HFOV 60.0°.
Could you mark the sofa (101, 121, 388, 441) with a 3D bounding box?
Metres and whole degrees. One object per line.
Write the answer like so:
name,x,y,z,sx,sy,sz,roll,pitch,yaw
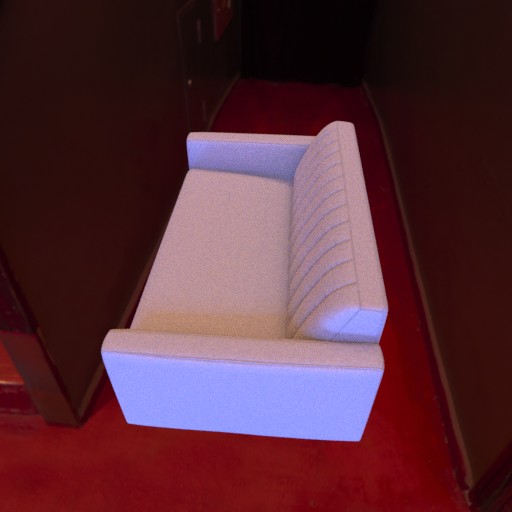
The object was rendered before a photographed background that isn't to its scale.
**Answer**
sofa,0.000,0.000,2.159,0.950,0.801,1.585,3,42,3
